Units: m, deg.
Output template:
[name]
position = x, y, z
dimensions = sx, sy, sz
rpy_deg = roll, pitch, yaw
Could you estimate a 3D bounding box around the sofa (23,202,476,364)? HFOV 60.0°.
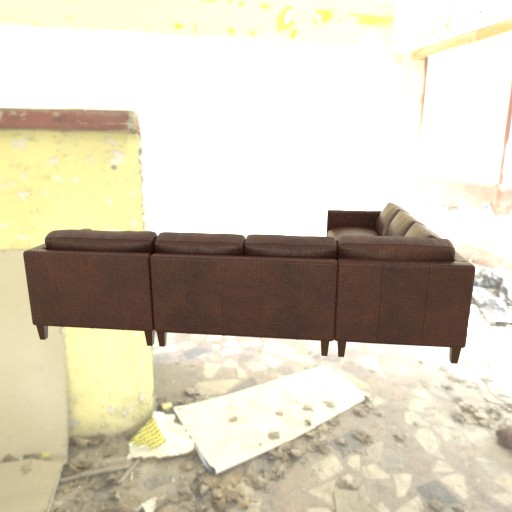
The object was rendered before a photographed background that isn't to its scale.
[sofa]
position = 0.000, 0.000, 4.447
dimensions = 3.324, 0.891, 2.452
rpy_deg = 2, 15, 7
